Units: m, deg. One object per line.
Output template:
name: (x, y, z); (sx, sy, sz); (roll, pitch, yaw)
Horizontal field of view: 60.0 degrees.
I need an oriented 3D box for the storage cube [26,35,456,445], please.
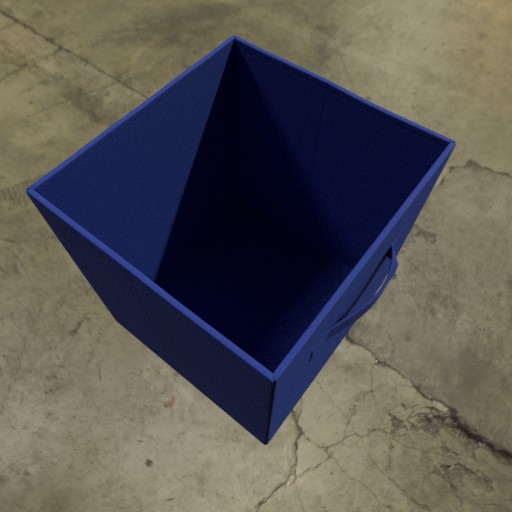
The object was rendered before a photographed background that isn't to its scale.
storage cube: (0.000, 0.000, 0.487); (0.270, 0.280, 0.270); (34, 65, 18)
